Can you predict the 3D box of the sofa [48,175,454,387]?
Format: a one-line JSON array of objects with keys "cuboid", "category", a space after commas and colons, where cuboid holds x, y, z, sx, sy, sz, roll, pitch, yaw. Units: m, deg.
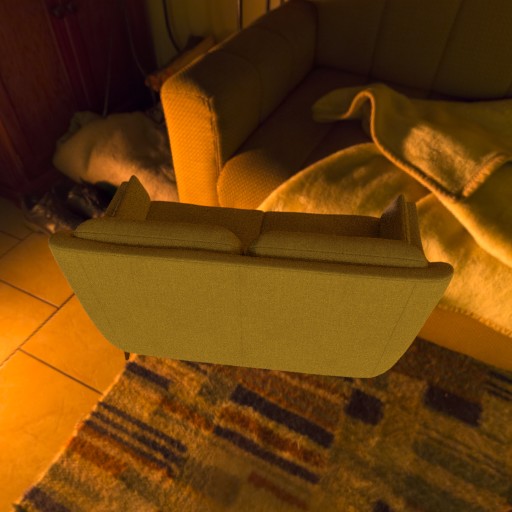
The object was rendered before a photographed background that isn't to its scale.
[{"cuboid": [0.000, 0.000, 2.258, 1.652, 0.888, 0.965, 5, 46, 5], "category": "sofa"}]
